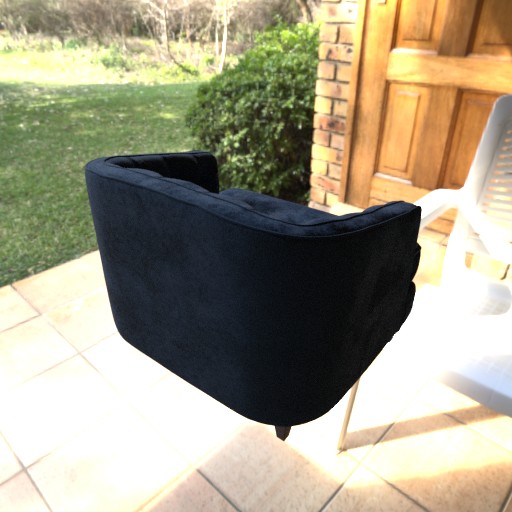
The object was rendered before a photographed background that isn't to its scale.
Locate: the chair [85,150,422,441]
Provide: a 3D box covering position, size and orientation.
[{"bbox_3d":[0.000,0.000,1.776,1.094,0.852,0.940,21,36,32],"label":"chair"}]
